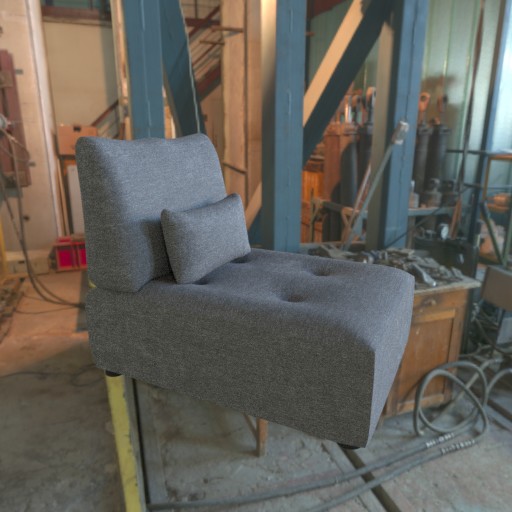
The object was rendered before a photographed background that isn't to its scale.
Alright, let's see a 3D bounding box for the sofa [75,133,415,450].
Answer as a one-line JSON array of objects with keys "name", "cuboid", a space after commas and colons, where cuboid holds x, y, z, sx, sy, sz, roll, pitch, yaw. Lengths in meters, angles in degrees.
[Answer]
[{"name": "sofa", "cuboid": [0.000, 0.000, 1.559, 1.000, 0.820, 0.700, 8, 18, 26]}]
